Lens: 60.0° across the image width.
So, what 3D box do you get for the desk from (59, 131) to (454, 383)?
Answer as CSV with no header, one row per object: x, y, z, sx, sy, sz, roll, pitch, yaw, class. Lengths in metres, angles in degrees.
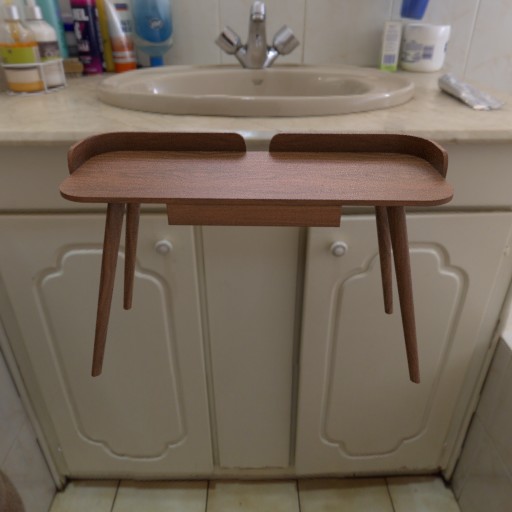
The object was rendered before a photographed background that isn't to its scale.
0.000,0.000,1.662,1.256,0.800,0.486,1,30,1,desk
